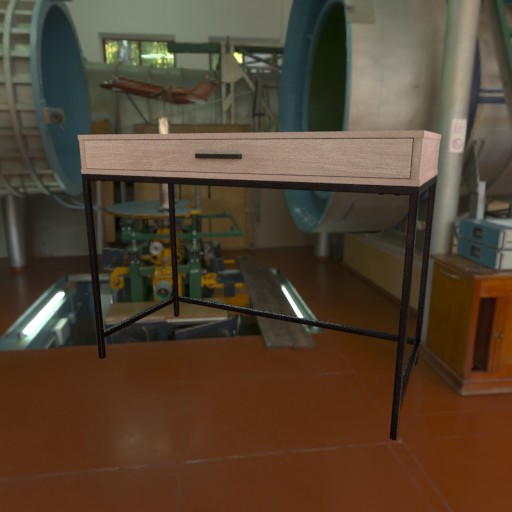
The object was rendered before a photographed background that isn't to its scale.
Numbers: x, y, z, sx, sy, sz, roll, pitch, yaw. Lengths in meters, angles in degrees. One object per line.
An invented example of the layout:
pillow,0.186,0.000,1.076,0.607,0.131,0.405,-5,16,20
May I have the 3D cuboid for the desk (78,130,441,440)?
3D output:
desk,0.000,0.000,1.444,1.016,0.762,0.470,7,16,25
